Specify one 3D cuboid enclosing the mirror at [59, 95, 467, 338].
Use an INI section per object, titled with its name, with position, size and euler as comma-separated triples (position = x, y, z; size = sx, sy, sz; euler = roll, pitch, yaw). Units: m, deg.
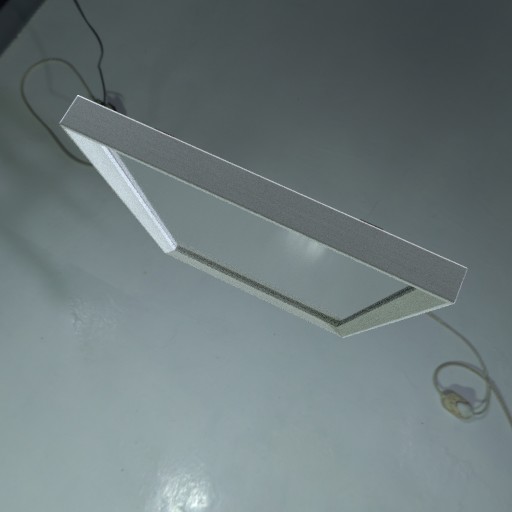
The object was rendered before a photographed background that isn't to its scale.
[mirror]
position = 0.000, 0.000, 0.661
size = 0.406, 0.509, 0.041
euler = 25, 78, 6
